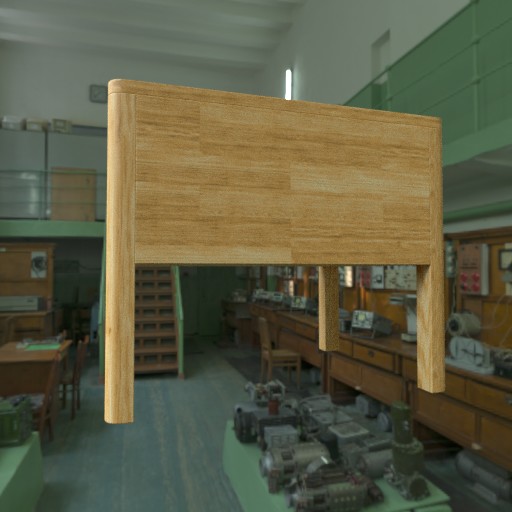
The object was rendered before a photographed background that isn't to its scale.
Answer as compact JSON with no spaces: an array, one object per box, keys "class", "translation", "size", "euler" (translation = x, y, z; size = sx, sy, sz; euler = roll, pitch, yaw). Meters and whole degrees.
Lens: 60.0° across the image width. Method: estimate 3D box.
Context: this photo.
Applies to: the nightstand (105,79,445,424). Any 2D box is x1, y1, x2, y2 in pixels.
[{"class":"nightstand","translation":[0.000,0.000,0.891],"size":[0.560,0.470,0.440],"euler":[1,-2,-17]}]
